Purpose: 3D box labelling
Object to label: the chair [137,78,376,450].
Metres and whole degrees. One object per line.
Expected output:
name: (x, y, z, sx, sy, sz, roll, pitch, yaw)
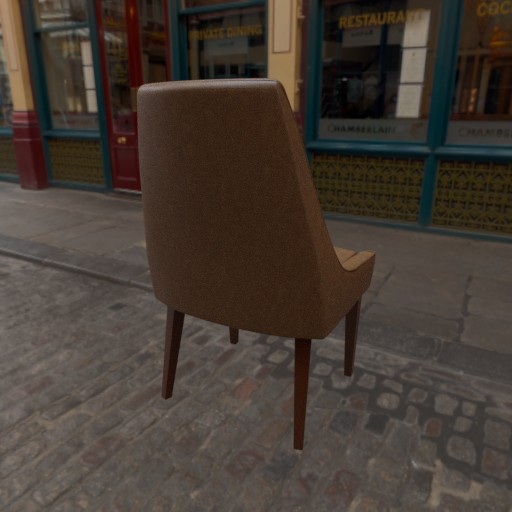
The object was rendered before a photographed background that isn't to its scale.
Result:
chair: (0.000, 0.000, 1.211, 0.529, 0.861, 0.544, 9, 19, 28)
